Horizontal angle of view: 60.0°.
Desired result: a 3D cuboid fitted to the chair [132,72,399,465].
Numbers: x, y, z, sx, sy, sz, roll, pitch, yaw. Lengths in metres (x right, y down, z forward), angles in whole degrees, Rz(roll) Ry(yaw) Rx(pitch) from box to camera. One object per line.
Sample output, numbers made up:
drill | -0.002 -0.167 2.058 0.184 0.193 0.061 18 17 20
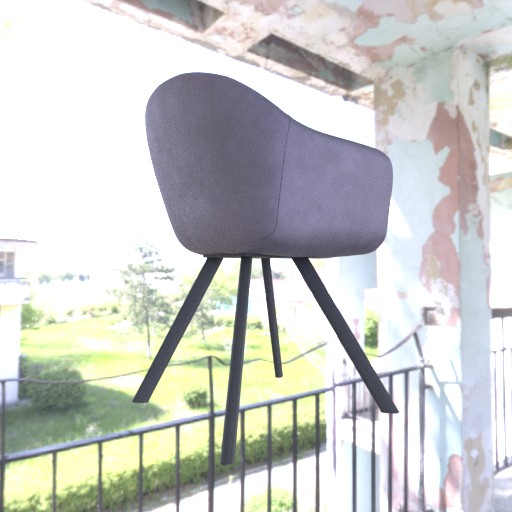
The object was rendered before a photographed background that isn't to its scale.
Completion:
chair | 0.000 0.000 1.150 0.544 0.781 0.567 1 -2 -36
